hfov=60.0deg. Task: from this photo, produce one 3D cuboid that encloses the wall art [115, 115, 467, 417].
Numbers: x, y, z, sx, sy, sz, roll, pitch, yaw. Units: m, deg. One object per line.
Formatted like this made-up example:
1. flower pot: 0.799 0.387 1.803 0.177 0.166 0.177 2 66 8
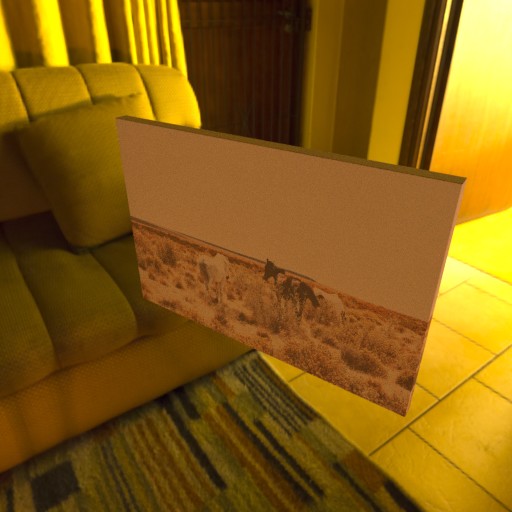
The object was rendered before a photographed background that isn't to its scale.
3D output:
1. wall art: 0.000 0.000 1.468 1.138 0.761 0.051 19 35 29
